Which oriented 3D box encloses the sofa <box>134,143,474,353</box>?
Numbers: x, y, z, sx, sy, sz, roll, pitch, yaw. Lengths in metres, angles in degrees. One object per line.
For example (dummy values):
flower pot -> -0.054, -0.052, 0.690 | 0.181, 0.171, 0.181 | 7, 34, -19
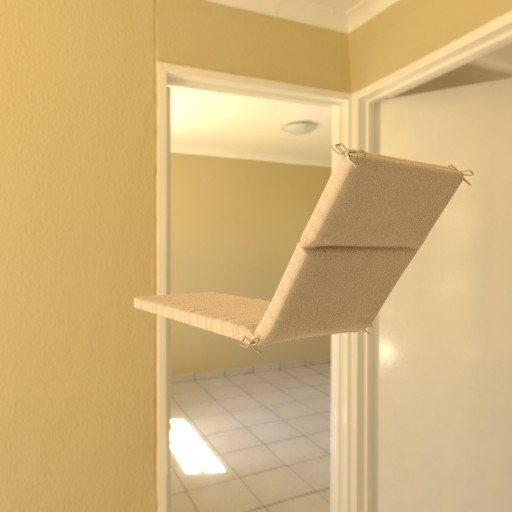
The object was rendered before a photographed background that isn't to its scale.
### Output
sofa -> 0.000, 0.000, 1.939 | 0.582, 0.622, 1.663 | -1, 1, -35
